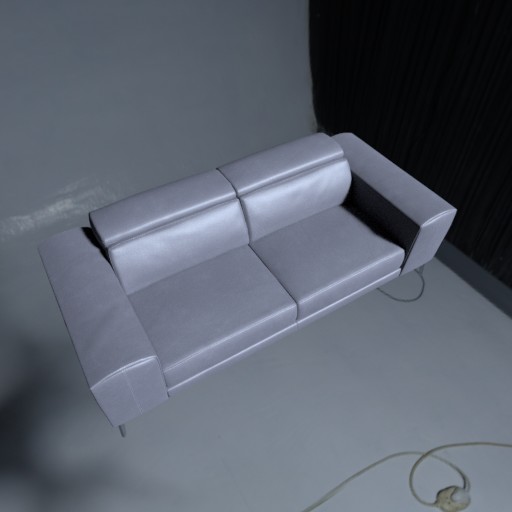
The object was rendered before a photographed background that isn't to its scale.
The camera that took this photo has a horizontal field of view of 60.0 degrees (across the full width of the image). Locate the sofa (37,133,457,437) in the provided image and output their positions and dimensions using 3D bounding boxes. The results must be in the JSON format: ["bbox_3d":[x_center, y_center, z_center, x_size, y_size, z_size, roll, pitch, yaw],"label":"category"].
[{"bbox_3d":[0.000,0.000,2.806,2.330,0.814,1.048,-24,51,-21],"label":"sofa"}]
